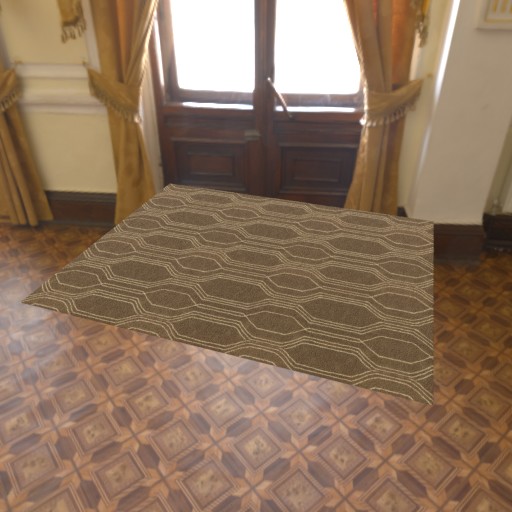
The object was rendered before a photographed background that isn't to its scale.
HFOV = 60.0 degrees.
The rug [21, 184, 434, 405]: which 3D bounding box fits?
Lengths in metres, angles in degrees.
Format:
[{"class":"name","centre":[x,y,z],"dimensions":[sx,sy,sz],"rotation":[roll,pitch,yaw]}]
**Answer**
[{"class":"rug","centre":[0.000,0.000,4.034],"dimensions":[3.062,0.012,2.457],"rotation":[10,34,16]}]
